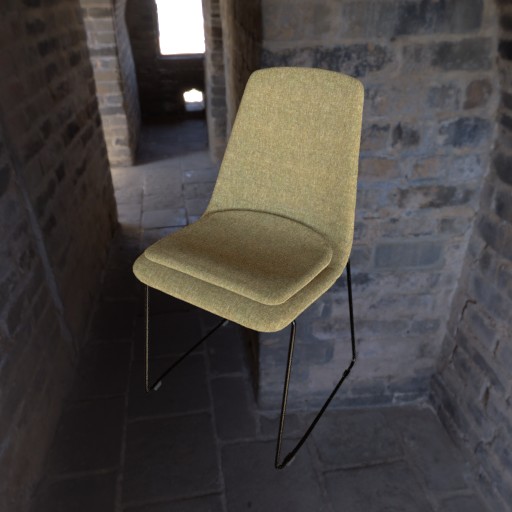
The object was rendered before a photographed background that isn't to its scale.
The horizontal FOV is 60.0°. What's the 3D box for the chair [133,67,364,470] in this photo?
[{"bbox_3d":[0.000,0.000,1.140,0.479,0.849,0.496,18,35,28],"label":"chair"}]
